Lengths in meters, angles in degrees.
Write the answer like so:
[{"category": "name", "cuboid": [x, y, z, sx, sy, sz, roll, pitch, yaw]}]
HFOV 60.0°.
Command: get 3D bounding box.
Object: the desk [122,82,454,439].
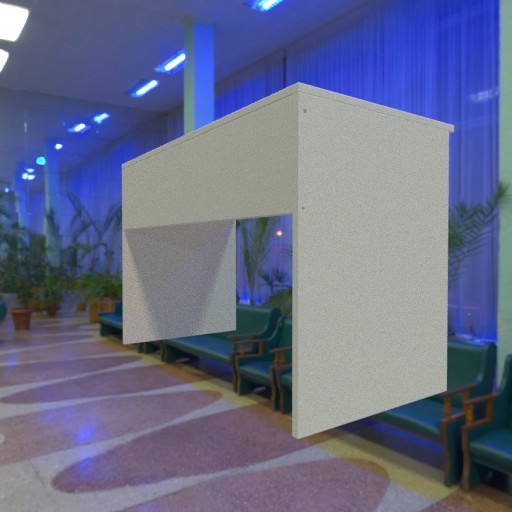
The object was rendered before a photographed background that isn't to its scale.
[{"category": "desk", "cuboid": [0.000, 0.000, 1.515, 0.560, 0.730, 1.100, -1, 1, -35]}]
